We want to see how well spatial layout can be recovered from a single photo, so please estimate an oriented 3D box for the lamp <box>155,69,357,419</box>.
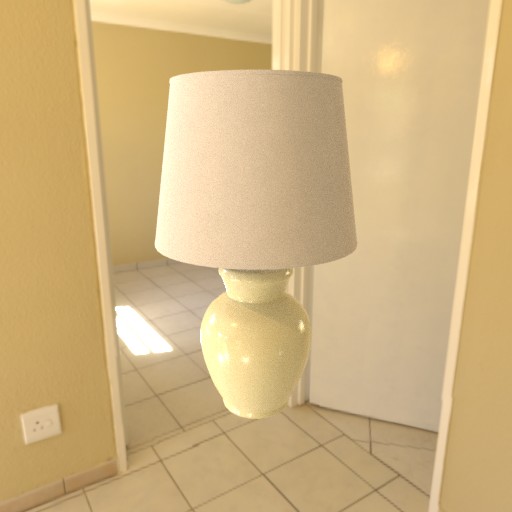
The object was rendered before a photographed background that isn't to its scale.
[{"bbox_3d":[0.000,0.000,0.542,0.239,0.399,0.239,0,15,0],"label":"lamp"}]
